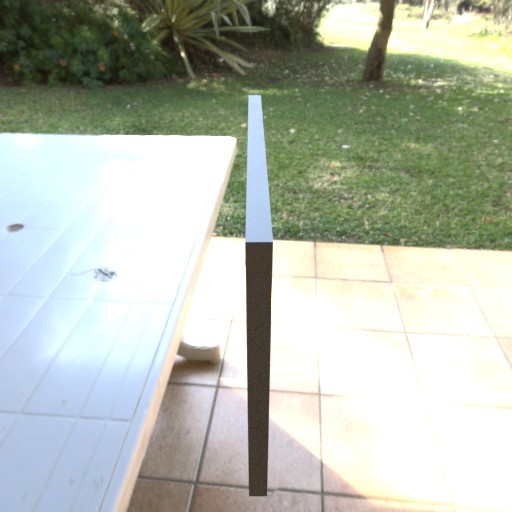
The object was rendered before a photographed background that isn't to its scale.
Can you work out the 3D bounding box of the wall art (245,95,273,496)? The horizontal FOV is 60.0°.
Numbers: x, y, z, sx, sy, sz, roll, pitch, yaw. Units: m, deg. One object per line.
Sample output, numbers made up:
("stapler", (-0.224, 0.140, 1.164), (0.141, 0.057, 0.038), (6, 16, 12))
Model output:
("wall art", (0.000, 0.000, 1.151), (0.038, 0.610, 0.915), (0, 32, 0))
